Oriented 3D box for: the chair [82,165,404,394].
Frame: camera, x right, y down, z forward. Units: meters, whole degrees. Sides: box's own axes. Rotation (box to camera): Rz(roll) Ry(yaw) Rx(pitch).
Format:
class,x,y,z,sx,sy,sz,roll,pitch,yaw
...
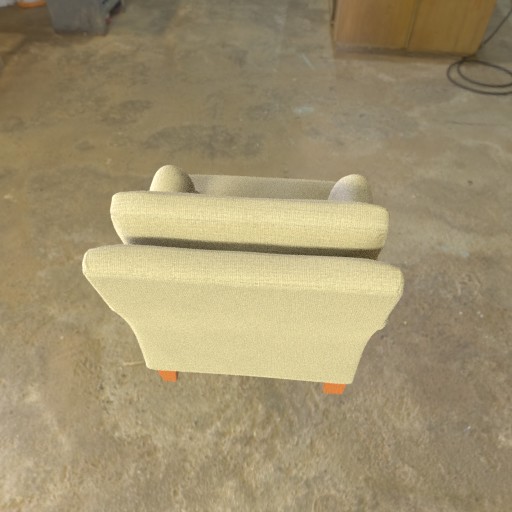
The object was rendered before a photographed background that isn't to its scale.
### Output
class,x,y,z,sx,sy,sz,roll,pitch,yaw
chair,0.000,0.000,1.872,0.955,1.038,1.070,3,46,3
